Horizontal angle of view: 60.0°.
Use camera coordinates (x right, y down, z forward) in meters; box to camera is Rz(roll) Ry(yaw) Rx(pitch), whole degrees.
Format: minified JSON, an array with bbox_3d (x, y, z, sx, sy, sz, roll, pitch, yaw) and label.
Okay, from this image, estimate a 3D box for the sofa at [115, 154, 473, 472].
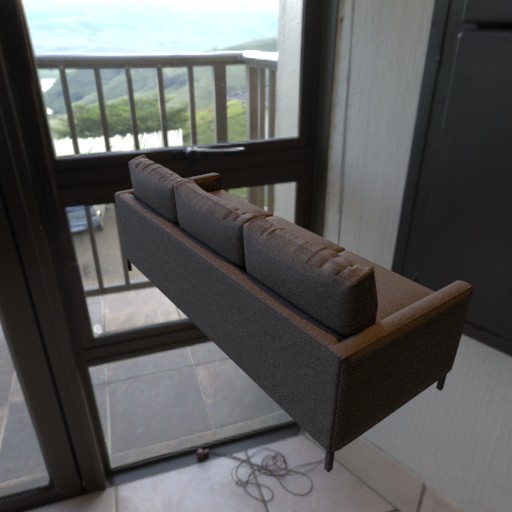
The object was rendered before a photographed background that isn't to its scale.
[{"bbox_3d":[0.000,0.000,2.656,0.876,0.882,2.253,-18,32,-32],"label":"sofa"}]
